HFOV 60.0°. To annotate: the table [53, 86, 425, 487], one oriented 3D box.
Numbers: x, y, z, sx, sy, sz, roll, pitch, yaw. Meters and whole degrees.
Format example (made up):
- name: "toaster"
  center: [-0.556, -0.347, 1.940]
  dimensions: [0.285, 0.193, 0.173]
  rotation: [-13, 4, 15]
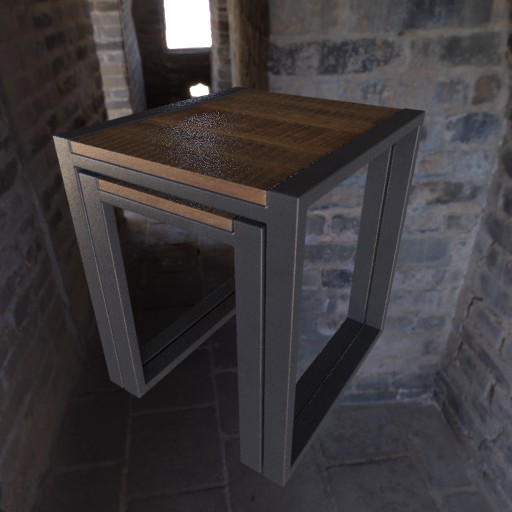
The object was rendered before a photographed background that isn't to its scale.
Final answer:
- name: "table"
  center: [0.000, 0.000, 0.918]
  dimensions: [0.449, 0.550, 0.500]
  rotation: [19, 36, 28]
